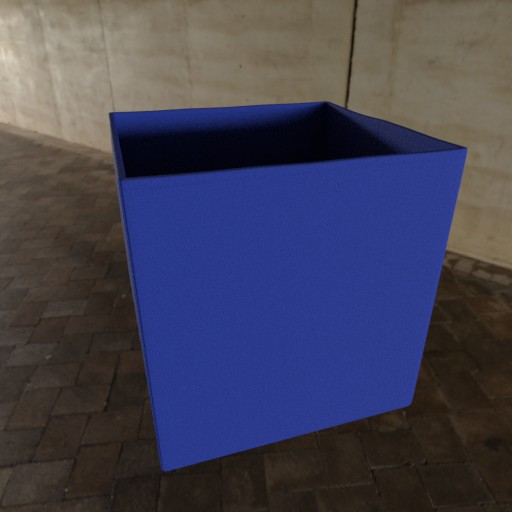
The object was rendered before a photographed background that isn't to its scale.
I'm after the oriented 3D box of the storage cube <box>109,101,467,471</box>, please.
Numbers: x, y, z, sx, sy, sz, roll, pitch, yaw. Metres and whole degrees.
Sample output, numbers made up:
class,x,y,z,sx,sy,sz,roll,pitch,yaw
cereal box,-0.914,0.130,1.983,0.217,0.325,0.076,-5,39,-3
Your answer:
class,x,y,z,sx,sy,sz,roll,pitch,yaw
storage cube,0.000,0.000,0.486,0.270,0.280,0.270,-8,29,-16
